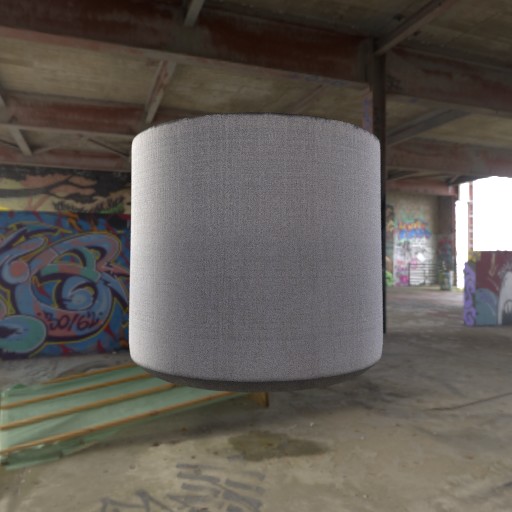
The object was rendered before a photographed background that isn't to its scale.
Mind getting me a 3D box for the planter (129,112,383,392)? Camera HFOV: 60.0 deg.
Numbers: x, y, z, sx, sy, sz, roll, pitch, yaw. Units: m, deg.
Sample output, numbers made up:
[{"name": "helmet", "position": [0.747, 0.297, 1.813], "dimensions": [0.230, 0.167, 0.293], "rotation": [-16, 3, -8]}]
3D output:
[{"name": "planter", "position": [0.000, 0.000, 0.461], "dimensions": [0.254, 0.221, 0.254], "rotation": [0, 0, 0]}]
